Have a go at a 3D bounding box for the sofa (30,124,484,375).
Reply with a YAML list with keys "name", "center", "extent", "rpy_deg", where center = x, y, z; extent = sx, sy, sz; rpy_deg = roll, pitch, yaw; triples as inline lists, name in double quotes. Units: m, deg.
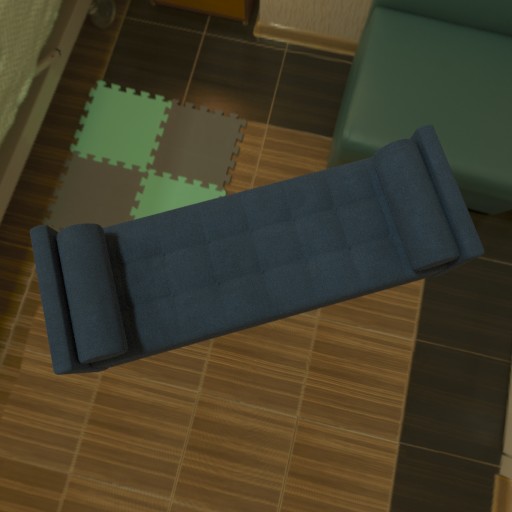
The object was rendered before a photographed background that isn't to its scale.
- name: "sofa"
  center: [0.000, 0.000, 2.311]
  extent: [1.981, 0.635, 0.686]
  rpy_deg: [-15, 77, -4]
